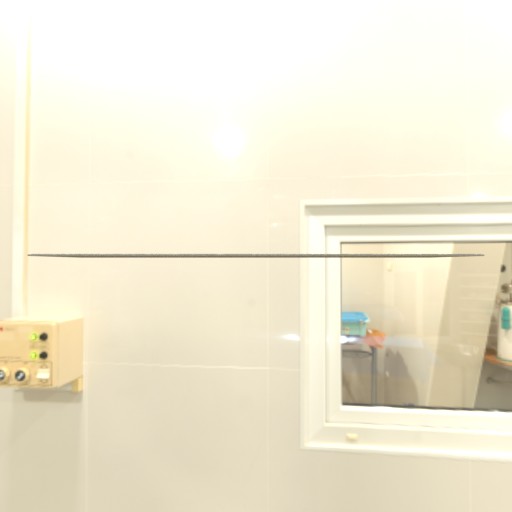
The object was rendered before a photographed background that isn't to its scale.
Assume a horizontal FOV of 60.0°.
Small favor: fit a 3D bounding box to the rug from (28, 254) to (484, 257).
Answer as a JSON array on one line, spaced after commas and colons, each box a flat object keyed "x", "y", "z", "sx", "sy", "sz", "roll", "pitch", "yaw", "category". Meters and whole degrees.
[{"x": 0.000, "y": 0.000, "z": 2.456, "sx": 2.196, "sy": 0.011, "sz": 0.662, "roll": 0, "pitch": -1, "yaw": 0, "category": "rug"}]
